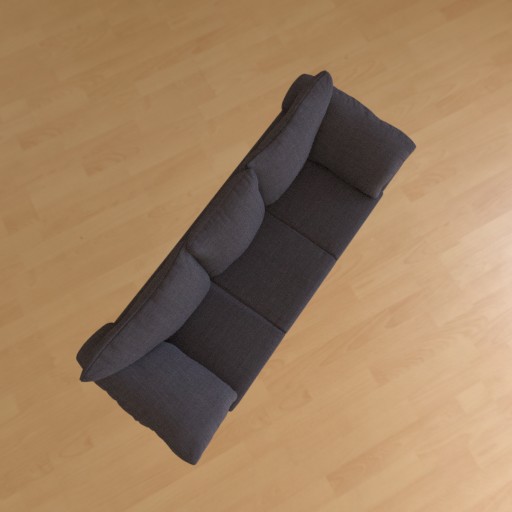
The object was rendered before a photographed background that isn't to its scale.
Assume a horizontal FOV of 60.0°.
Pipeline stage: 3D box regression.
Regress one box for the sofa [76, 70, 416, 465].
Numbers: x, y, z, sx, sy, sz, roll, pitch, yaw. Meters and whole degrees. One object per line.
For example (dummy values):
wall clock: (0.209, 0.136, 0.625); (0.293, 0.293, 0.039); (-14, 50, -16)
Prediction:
sofa: (0.000, 0.000, 2.814); (0.883, 1.080, 2.336); (35, 79, 8)
